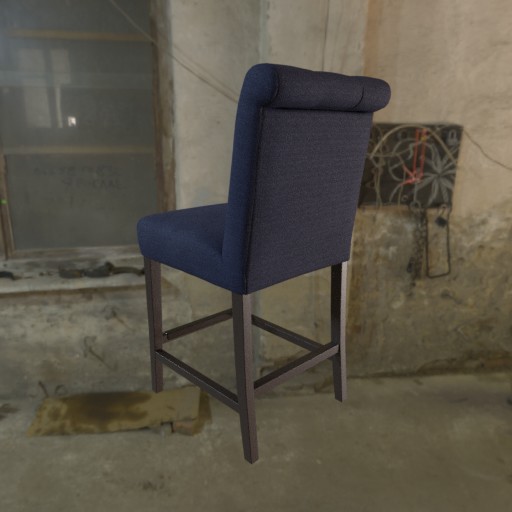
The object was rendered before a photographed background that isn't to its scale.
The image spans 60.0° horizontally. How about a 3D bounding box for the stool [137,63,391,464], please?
[{"bbox_3d":[0.000,0.000,1.357,0.493,1.010,0.601,-15,22,-42],"label":"stool"}]
